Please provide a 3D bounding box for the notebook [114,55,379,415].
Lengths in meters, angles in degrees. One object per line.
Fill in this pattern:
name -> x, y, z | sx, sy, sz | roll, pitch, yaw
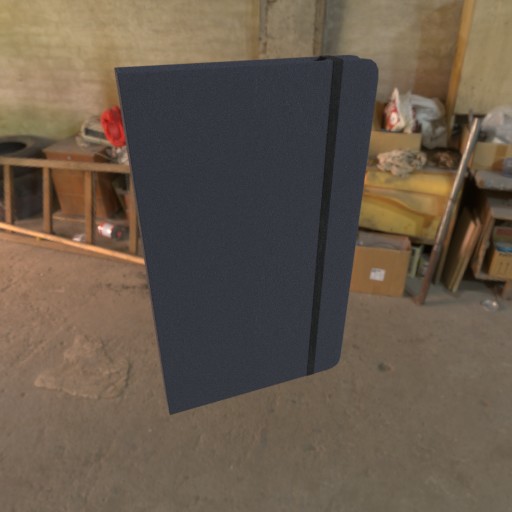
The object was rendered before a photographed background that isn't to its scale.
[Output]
notebook -> 0.000, 0.000, 0.262 | 0.127, 0.213, 0.016 | -11, 33, -17
